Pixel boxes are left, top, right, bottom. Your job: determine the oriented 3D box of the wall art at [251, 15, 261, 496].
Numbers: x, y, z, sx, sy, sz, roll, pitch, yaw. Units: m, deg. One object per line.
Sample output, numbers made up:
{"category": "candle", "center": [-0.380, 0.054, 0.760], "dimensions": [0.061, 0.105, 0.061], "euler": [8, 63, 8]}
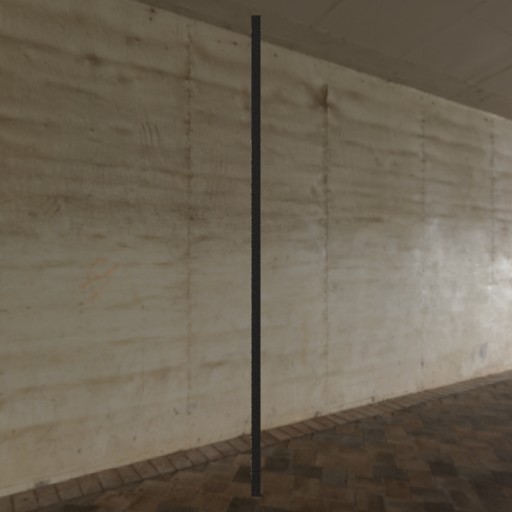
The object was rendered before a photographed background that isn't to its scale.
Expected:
{"category": "wall art", "center": [0.000, 0.000, 0.833], "dimensions": [0.013, 0.657, 0.457], "euler": [0, 0, 0]}
